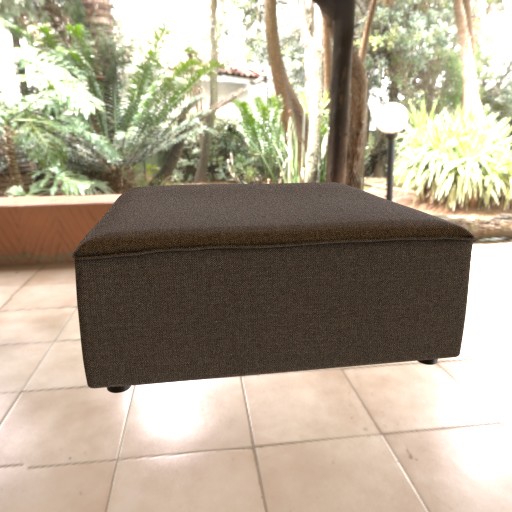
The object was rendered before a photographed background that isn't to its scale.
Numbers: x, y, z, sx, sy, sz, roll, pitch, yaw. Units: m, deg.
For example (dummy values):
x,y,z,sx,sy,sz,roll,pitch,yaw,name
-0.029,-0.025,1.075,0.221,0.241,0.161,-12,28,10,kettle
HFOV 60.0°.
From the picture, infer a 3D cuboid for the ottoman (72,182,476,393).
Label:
x,y,z,sx,sy,sz,roll,pitch,yaw,name
0.000,0.000,1.575,1.017,0.423,1.023,-2,16,-8,ottoman
